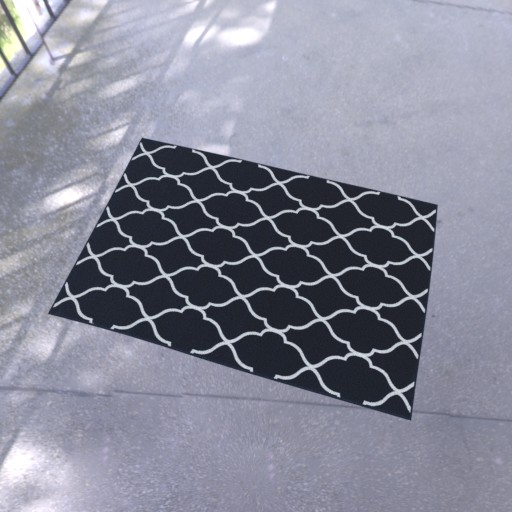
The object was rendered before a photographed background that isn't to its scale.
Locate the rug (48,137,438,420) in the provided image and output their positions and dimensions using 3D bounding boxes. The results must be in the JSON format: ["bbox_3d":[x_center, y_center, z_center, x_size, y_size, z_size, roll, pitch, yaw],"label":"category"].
[{"bbox_3d":[0.000,0.000,2.978,2.290,0.014,1.526,14,63,7],"label":"rug"}]
